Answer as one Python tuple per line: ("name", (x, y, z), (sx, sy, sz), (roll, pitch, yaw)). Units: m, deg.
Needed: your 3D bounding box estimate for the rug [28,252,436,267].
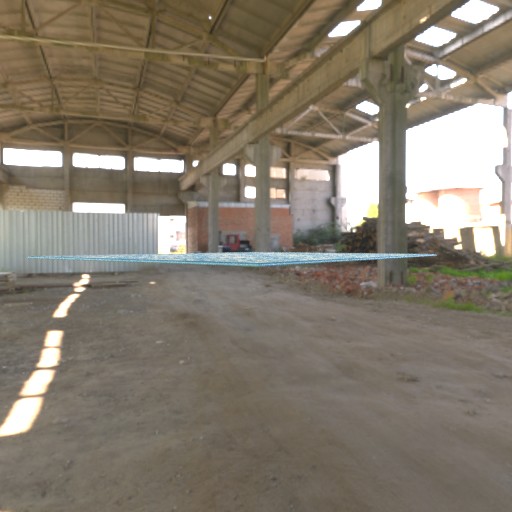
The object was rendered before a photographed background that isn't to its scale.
("rug", (0.000, 0.000, 4.011), (2.350, 0.018, 2.964), (1, 2, 38))
